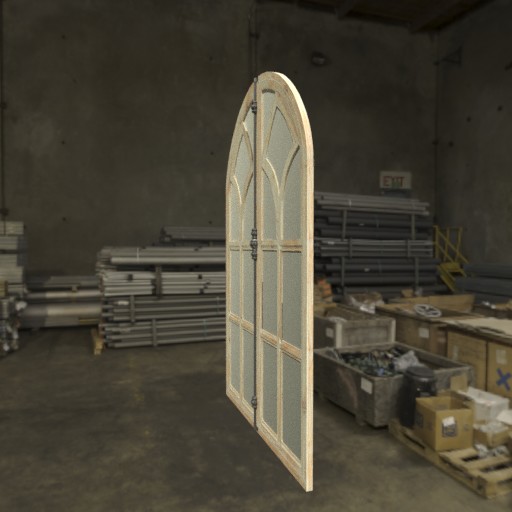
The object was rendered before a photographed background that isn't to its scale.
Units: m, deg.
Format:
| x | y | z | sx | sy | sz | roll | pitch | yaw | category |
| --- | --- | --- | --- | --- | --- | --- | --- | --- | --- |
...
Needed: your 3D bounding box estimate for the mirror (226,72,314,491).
| x | y | z | sx | sy | sz | roll | pitch | yaw | category |
| --- | --- | --- | --- | --- | --- | --- | --- | --- | --- |
| 0.000 | 0.000 | 1.151 | 0.032 | 0.915 | 0.609 | 0 | 1 | -19 | mirror |
